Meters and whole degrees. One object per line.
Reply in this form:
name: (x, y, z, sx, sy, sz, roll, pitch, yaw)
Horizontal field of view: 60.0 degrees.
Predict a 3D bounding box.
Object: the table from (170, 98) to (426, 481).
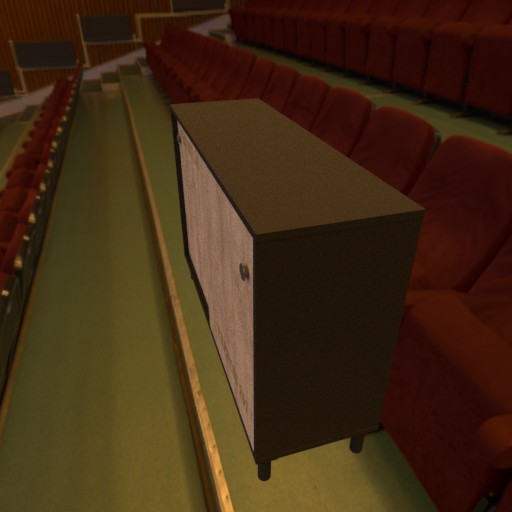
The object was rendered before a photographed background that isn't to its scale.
table: (0.000, 0.000, 1.627, 0.400, 0.855, 1.200, -9, 32, -15)
